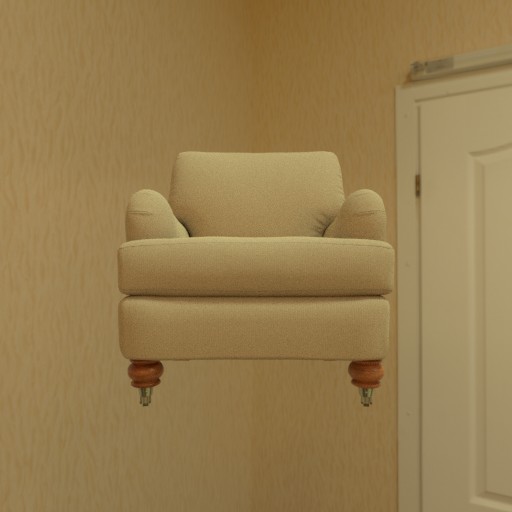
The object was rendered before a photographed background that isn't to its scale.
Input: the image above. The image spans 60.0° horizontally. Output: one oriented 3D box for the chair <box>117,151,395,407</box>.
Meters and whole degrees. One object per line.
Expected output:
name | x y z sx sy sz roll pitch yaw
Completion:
chair | 0.000 0.000 1.923 0.955 1.038 1.070 0 -1 0
